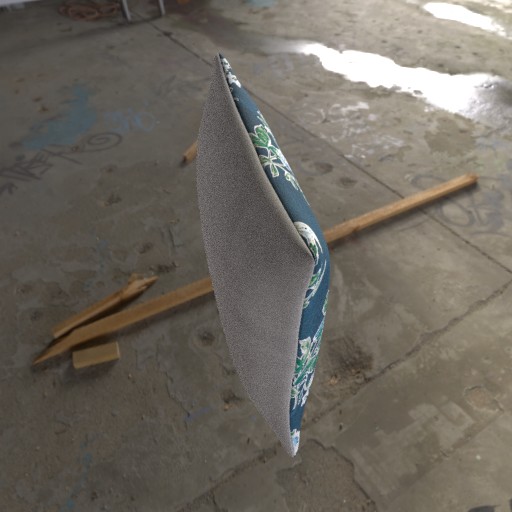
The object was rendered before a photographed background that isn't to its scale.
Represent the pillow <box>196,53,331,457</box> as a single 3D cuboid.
[{"bbox_3d":[0.000,0.000,0.784,0.166,0.508,0.525,-10,46,-10],"label":"pillow"}]
